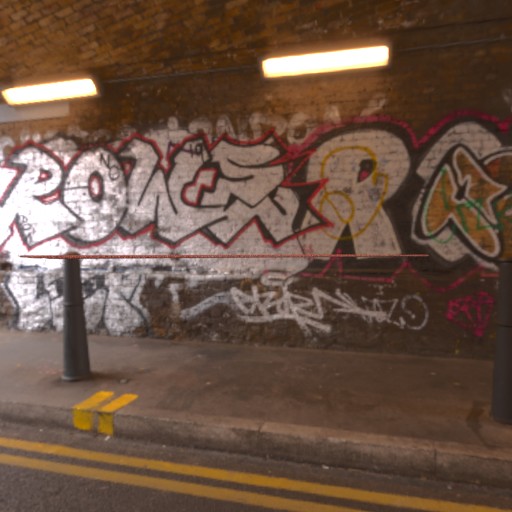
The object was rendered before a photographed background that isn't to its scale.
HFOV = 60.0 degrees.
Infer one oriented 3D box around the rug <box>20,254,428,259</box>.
[{"bbox_3d":[0.000,0.000,2.517,2.307,0.012,0.687,0,0,-36],"label":"rug"}]
